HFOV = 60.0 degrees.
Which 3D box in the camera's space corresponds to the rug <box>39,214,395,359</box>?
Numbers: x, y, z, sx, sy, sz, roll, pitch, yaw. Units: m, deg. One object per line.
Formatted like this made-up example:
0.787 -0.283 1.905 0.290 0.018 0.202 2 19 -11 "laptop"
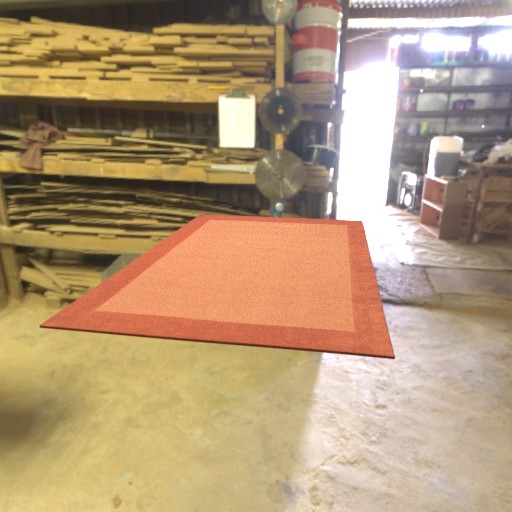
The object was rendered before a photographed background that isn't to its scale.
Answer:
0.000 0.000 2.981 1.524 0.014 2.438 3 17 10 "rug"
